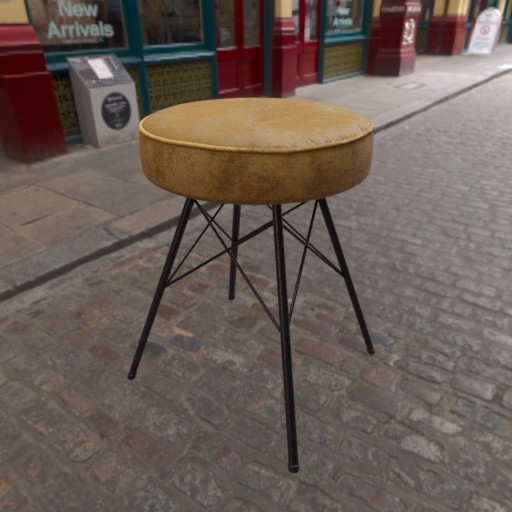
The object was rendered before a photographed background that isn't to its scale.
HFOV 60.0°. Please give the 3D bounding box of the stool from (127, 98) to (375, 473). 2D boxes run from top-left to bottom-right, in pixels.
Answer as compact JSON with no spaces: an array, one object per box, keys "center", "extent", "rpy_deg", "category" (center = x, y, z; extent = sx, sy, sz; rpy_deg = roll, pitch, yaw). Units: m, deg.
[{"center":[0.000,0.000,0.943],"extent":[0.472,0.595,0.438],"rpy_deg":[19,33,31],"category":"stool"}]
